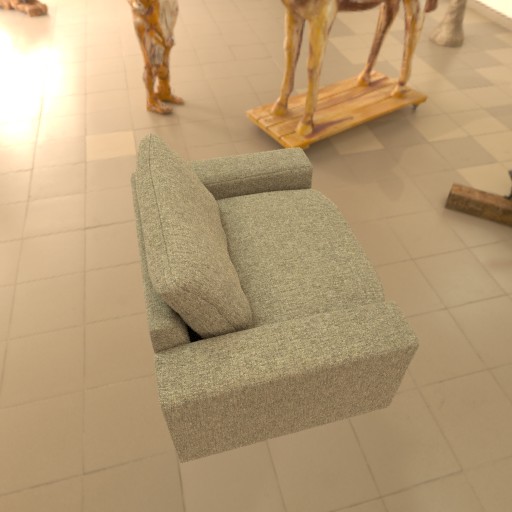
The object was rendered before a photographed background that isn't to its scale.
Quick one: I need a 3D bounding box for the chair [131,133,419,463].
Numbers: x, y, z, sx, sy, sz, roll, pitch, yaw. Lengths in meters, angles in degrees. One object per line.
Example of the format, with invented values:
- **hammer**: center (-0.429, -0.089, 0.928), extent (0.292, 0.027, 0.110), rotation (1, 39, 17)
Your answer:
- **chair**: center (0.000, 0.000, 2.117), extent (1.039, 0.915, 1.398), rotation (-11, 47, -10)
